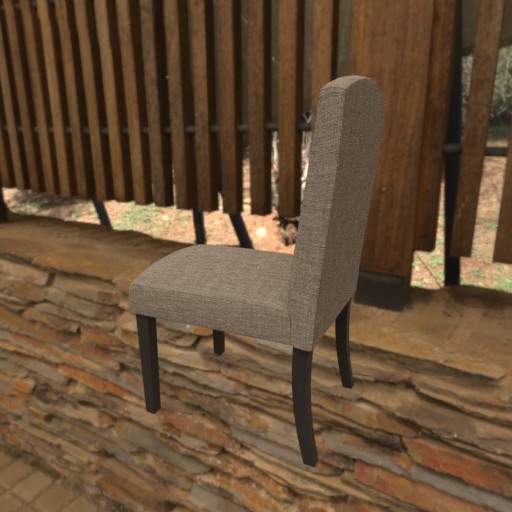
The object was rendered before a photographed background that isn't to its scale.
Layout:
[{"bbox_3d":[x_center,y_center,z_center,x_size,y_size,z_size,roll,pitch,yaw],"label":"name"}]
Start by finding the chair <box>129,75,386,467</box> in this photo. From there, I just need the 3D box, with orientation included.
[{"bbox_3d":[0.000,0.000,1.248,0.580,0.917,0.451,7,18,24],"label":"chair"}]
